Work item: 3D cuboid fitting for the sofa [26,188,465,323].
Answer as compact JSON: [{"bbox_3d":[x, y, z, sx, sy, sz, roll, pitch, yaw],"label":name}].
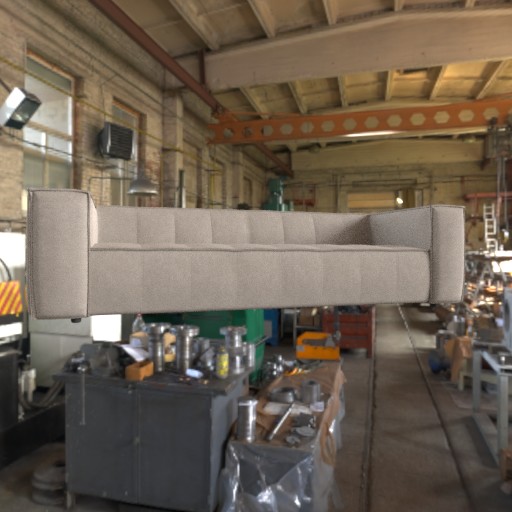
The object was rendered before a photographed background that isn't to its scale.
[{"bbox_3d":[0.000,0.000,3.013,2.697,0.680,1.038,0,0,-18],"label":"sofa"}]
